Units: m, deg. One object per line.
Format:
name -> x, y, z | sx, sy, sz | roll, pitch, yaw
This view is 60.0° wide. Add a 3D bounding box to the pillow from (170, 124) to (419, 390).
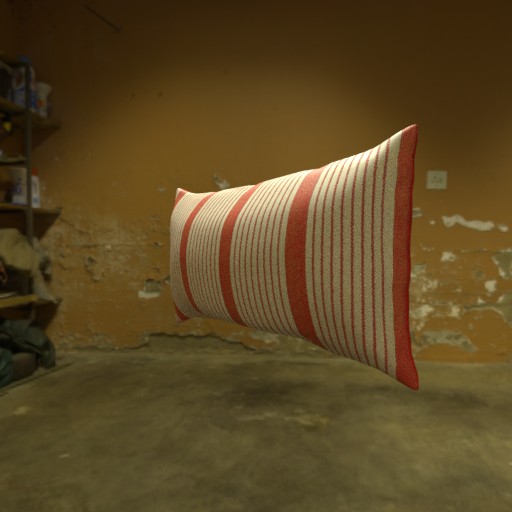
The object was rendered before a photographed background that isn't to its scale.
pillow -> 0.000, 0.000, 0.729 | 0.151, 0.297, 0.608 | 0, 0, -35
